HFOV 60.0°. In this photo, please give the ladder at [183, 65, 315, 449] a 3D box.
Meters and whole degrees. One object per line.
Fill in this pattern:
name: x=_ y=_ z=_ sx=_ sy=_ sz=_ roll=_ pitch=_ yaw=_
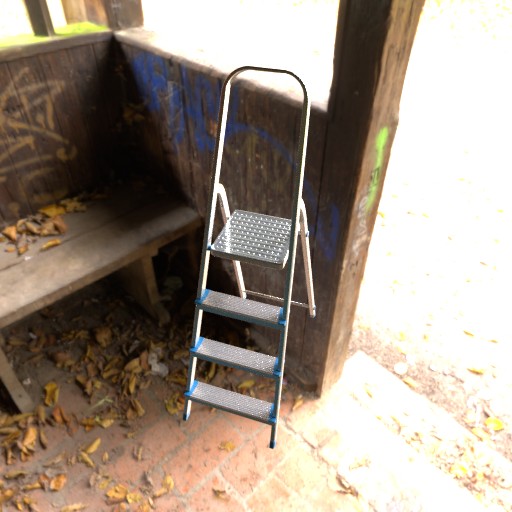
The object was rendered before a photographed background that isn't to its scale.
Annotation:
ladder: x=0.000 y=0.000 z=1.831 sx=0.445 sy=1.434 sz=0.842 roll=12 pitch=42 yaw=14
